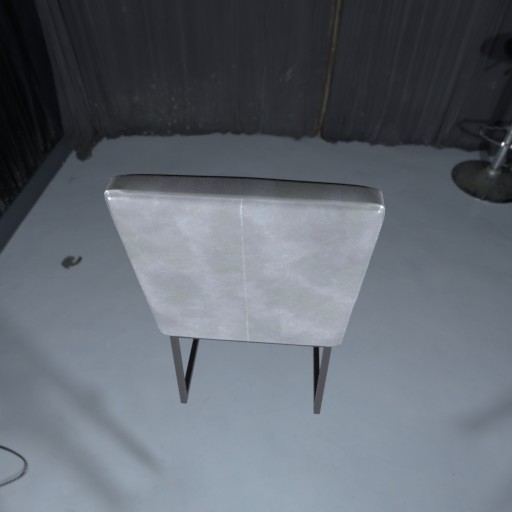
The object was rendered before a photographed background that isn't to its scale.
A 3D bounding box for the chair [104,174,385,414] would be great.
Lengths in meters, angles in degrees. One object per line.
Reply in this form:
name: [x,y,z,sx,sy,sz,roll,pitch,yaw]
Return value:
chair: [0.000,0.000,1.314,0.520,0.930,0.634,3,46,3]
